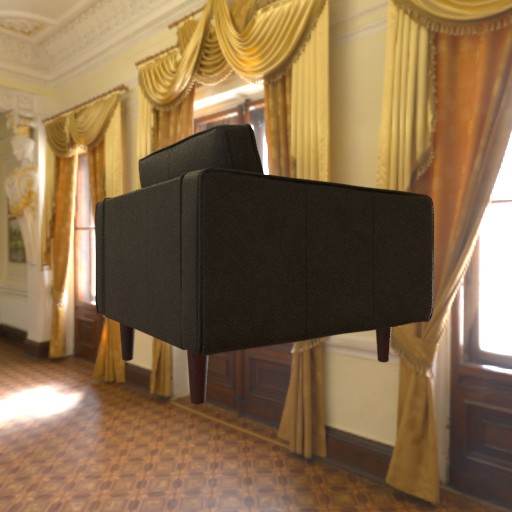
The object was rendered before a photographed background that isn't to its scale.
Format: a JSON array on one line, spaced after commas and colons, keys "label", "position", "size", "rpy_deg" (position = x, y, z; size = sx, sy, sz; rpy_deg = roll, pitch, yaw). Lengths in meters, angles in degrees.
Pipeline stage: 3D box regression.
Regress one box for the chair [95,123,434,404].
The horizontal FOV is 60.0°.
[{"label": "chair", "position": [0.000, 0.000, 1.608], "size": [0.914, 0.763, 0.889], "rpy_deg": [-1, 1, -35]}]
